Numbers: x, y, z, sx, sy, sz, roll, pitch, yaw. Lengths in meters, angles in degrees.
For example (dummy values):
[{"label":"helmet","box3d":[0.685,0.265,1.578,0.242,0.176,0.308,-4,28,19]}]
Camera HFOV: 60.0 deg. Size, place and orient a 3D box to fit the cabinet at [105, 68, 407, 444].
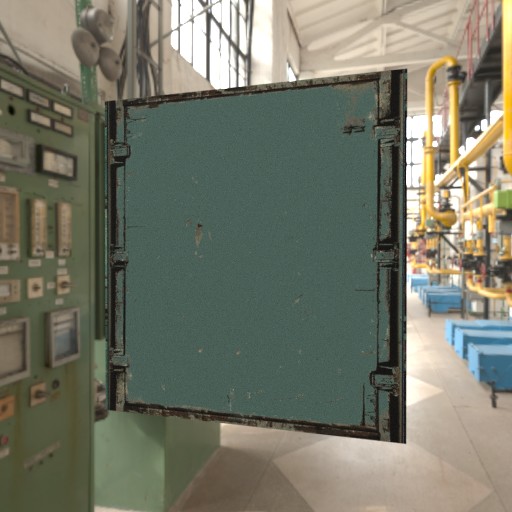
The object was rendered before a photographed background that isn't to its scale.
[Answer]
[{"label":"cabinet","box3d":[0.000,0.000,3.150,2.000,2.160,0.680,0,1,16]}]
